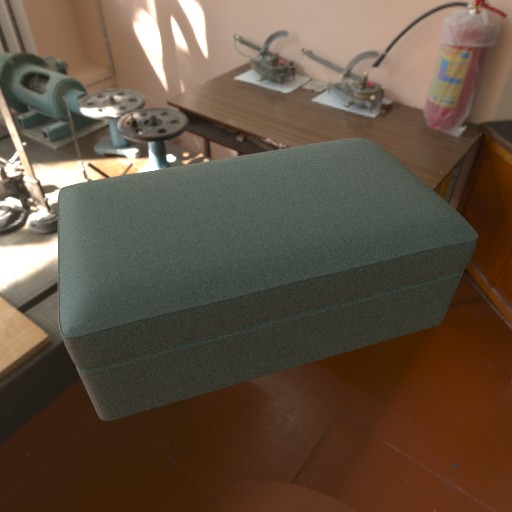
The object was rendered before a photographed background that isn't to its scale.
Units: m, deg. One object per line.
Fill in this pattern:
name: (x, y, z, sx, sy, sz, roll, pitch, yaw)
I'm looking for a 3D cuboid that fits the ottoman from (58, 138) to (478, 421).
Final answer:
ottoman: (0.000, 0.000, 1.505, 1.173, 0.494, 0.681, -13, 43, -14)
